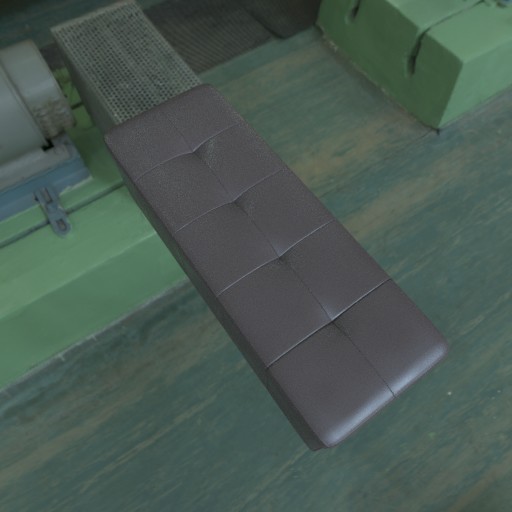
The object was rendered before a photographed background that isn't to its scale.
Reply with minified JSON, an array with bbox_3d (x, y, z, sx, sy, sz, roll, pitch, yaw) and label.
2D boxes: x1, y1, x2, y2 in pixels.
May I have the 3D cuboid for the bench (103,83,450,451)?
[{"bbox_3d":[0.000,0.000,1.504,0.450,0.417,1.219,-33,68,-15],"label":"bench"}]
